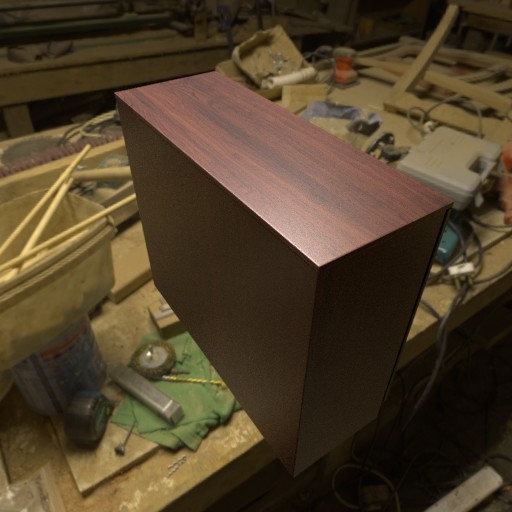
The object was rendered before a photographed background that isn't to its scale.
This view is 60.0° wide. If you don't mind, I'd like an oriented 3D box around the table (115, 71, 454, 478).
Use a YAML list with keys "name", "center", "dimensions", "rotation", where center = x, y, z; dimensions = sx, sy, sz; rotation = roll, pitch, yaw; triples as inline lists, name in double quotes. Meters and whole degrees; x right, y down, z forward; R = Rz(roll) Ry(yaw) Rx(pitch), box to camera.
- name: "table"
  center: [0.000, 0.000, 1.349]
  dimensions: [0.380, 0.790, 0.930]
  rotation: [-24, 46, -25]
